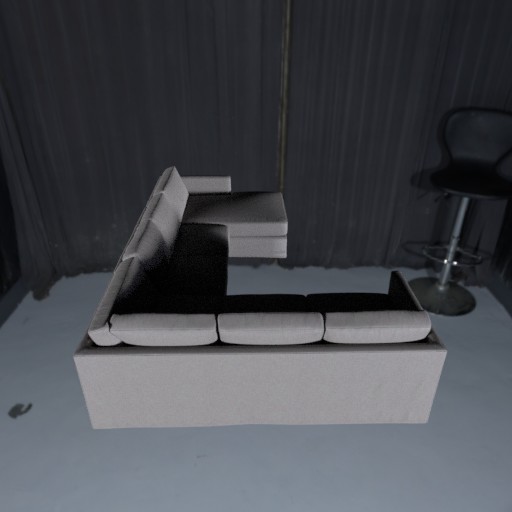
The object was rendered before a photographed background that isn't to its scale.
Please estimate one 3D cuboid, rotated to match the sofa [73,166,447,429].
[{"bbox_3d":[0.000,0.000,4.464,2.427,0.882,3.460,-1,30,-1],"label":"sofa"}]
